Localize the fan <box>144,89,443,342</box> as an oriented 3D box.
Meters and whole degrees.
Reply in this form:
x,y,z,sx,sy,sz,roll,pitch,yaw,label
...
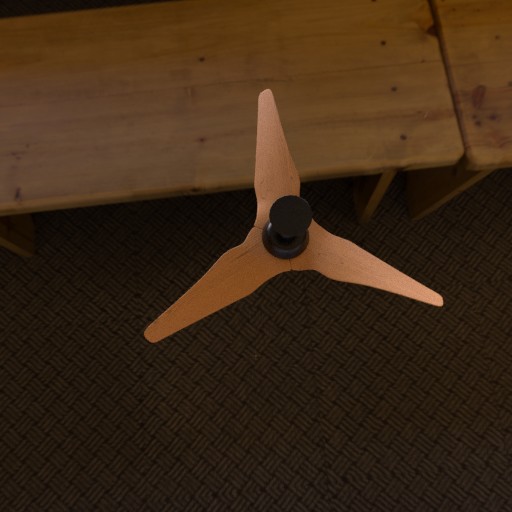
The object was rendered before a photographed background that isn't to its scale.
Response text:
x,y,z,sx,sy,sz,roll,pitch,yaw,label
0.000,0.000,1.626,1.010,0.355,1.142,-37,80,-8,fan
